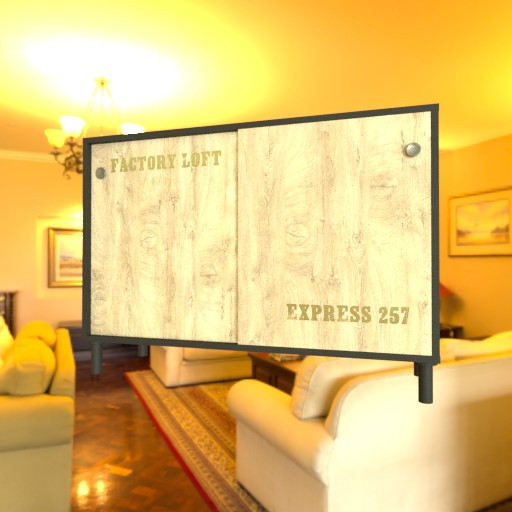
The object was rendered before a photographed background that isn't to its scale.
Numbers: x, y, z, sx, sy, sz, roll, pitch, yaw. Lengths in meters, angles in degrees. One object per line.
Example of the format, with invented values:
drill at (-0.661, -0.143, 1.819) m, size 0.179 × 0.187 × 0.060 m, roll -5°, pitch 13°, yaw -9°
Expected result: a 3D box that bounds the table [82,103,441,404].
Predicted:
table at (0.000, 0.000, 1.604) m, size 1.200 × 0.855 × 0.400 m, roll 0°, pitch -1°, yaw 17°
